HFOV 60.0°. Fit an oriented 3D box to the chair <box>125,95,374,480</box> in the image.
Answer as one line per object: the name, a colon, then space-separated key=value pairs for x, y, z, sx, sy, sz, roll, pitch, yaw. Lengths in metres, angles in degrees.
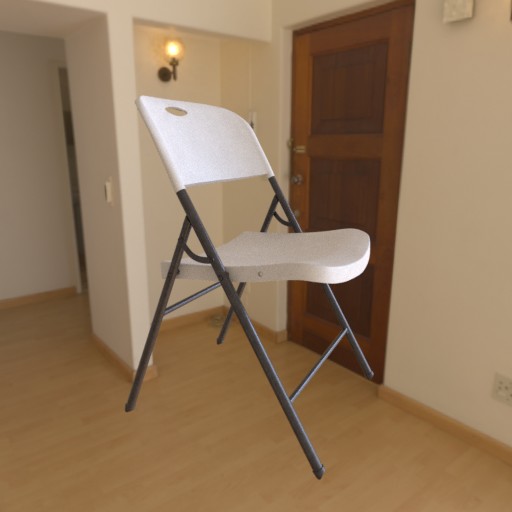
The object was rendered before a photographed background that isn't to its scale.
chair: x=0.000 y=0.000 z=1.176 sx=0.566 sy=0.810 sz=0.494 roll=7 pitch=16 yaw=26
